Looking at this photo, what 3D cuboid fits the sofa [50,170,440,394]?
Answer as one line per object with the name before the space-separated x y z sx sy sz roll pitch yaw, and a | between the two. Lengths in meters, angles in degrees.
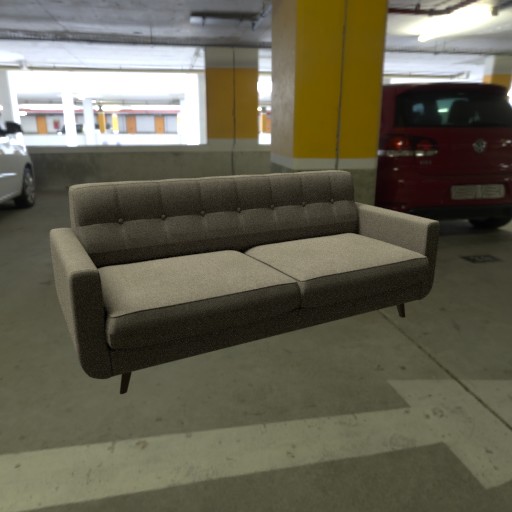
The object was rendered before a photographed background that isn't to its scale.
sofa | 0.000 0.000 2.491 2.029 0.841 0.909 -9 18 -28
